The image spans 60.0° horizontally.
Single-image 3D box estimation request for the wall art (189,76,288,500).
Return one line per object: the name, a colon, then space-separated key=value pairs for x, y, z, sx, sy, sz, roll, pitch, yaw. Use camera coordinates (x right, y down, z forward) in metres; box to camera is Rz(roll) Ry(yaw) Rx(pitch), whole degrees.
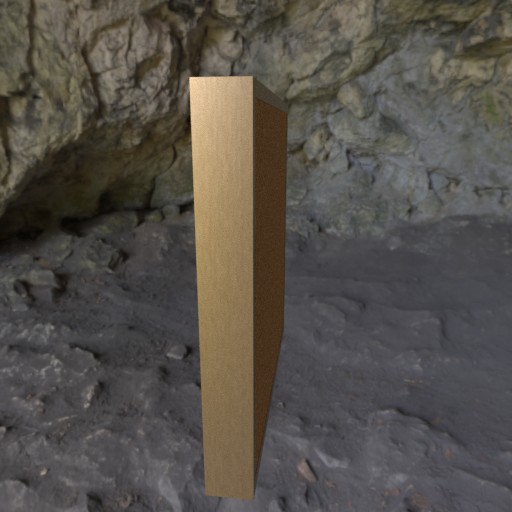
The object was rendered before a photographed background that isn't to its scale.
wall art: x=0.000 y=0.000 z=0.447 sx=0.038 sy=0.305 sz=0.304 roll=2 pitch=16 yaw=8
